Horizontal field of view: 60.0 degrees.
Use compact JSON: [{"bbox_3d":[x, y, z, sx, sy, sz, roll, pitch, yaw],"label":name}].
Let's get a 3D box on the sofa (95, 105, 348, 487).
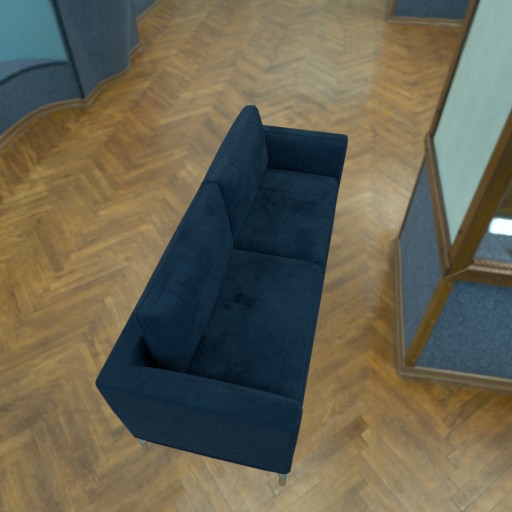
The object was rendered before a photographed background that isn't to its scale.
[{"bbox_3d":[0.000,0.000,2.660,0.853,0.998,2.212,9,46,9],"label":"sofa"}]
